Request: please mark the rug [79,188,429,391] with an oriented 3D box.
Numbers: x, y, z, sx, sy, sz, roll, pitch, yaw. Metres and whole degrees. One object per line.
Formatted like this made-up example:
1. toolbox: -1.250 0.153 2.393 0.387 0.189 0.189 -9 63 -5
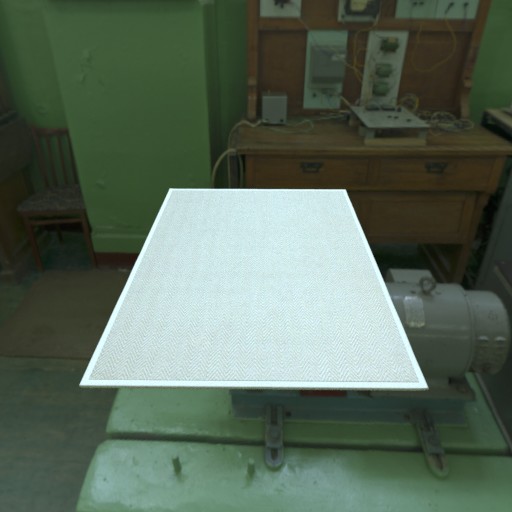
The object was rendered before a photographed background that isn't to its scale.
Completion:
1. rug: 0.000 0.000 2.892 1.532 0.017 2.244 0 31 1
